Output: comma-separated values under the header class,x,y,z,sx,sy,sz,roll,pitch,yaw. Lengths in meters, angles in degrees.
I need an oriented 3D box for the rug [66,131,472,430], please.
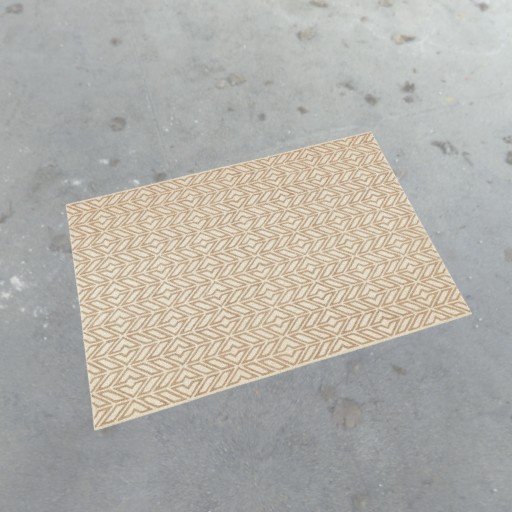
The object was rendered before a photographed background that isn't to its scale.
class,x,y,z,sx,sy,sz,roll,pitch,yaw
rug,0.000,0.000,2.302,1.828,0.007,1.220,-15,64,-8
